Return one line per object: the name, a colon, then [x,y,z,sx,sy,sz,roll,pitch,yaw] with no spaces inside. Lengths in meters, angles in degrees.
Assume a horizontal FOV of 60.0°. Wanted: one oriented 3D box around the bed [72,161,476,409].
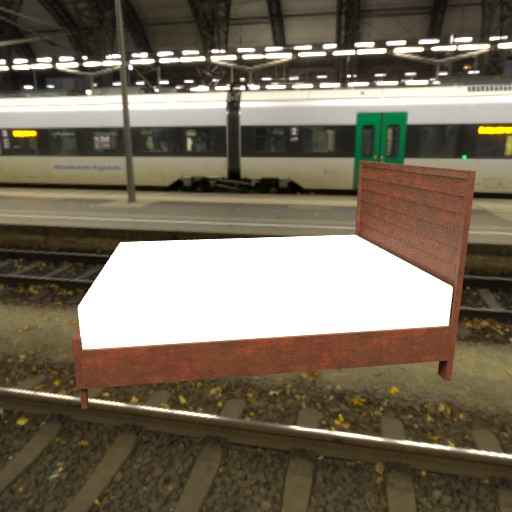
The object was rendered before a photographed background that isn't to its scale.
bed: [0.000,0.000,3.179,2.184,1.270,1.600,-2,14,-9]
